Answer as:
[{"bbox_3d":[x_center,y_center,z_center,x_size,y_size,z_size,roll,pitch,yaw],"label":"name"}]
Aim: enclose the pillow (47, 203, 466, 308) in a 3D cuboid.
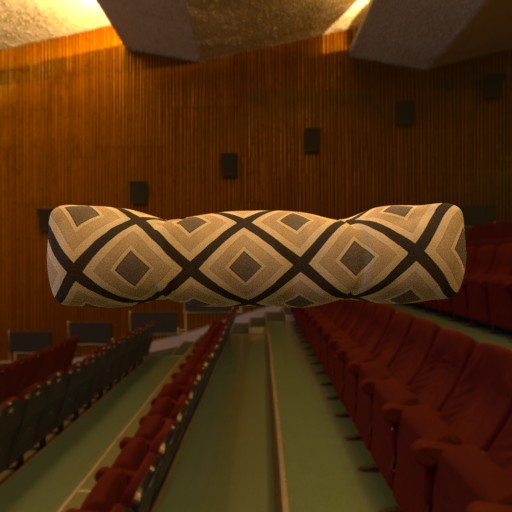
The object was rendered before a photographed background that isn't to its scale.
[{"bbox_3d":[0.000,0.000,0.725,0.490,0.128,0.468,0,0,0],"label":"pillow"}]
